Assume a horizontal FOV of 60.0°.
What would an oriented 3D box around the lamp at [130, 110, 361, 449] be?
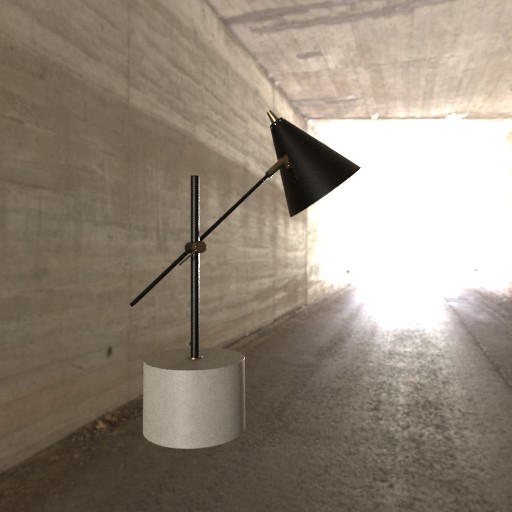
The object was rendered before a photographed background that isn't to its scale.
[{"bbox_3d":[0.000,0.000,0.731,0.403,0.518,0.214,0,0,-17],"label":"lamp"}]
